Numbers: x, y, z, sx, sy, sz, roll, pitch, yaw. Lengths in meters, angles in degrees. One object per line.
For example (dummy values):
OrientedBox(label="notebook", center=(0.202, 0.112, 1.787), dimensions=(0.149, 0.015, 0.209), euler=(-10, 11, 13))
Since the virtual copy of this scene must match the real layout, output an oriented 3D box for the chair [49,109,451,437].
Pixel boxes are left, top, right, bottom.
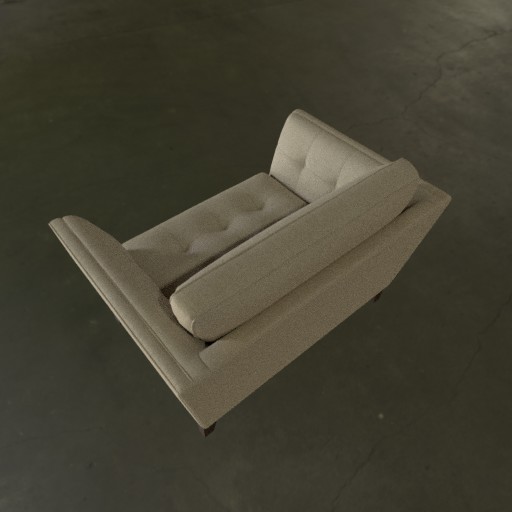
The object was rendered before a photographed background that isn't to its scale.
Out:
OrientedBox(label="chair", center=(0.000, 0.000, 2.056), dimensions=(1.397, 0.940, 0.965), euler=(-32, 55, -26))
